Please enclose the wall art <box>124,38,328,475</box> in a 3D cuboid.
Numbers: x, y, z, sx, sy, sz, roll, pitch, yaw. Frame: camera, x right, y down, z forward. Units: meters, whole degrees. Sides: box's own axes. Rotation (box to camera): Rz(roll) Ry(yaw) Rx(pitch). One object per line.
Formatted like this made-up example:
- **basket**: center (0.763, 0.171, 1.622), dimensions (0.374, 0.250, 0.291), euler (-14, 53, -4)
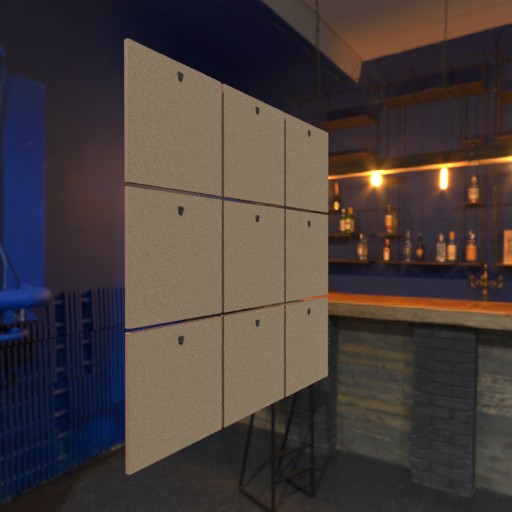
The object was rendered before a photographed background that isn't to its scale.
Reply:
- **wall art**: center (0.000, 0.000, 1.285), dimensions (0.018, 0.904, 0.906), euler (0, 1, 36)
